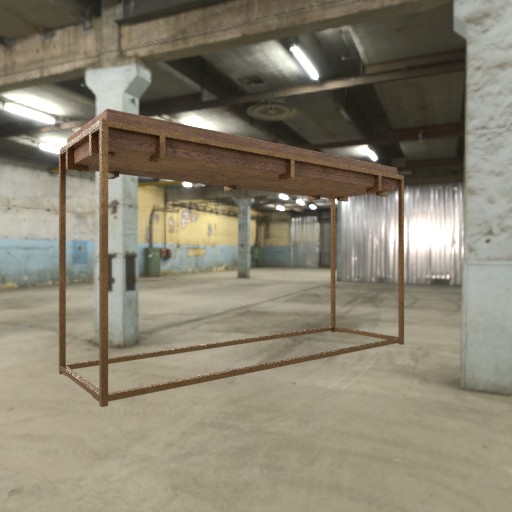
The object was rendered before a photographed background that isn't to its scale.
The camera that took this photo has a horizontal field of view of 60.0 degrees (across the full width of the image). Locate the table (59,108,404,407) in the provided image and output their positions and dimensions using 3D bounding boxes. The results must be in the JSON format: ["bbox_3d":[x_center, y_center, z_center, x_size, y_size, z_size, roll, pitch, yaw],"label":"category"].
[{"bbox_3d":[0.000,0.000,1.802,1.400,0.820,0.440,0,0,-38],"label":"table"}]
